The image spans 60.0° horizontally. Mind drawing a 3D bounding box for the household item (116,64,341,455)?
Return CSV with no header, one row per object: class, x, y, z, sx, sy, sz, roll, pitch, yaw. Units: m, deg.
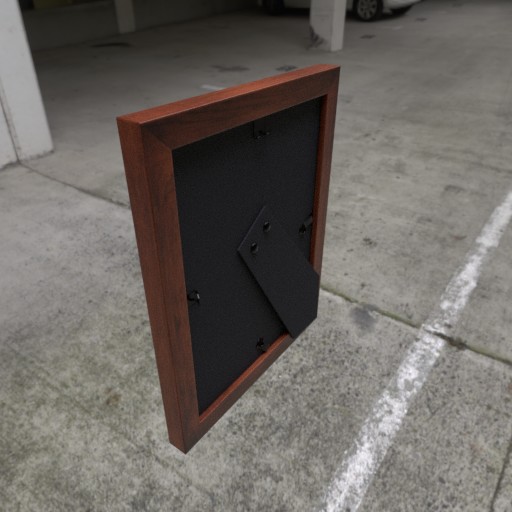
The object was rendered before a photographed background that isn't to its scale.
household item,0.000,0.000,0.343,0.020,0.250,0.200,21,38,30
